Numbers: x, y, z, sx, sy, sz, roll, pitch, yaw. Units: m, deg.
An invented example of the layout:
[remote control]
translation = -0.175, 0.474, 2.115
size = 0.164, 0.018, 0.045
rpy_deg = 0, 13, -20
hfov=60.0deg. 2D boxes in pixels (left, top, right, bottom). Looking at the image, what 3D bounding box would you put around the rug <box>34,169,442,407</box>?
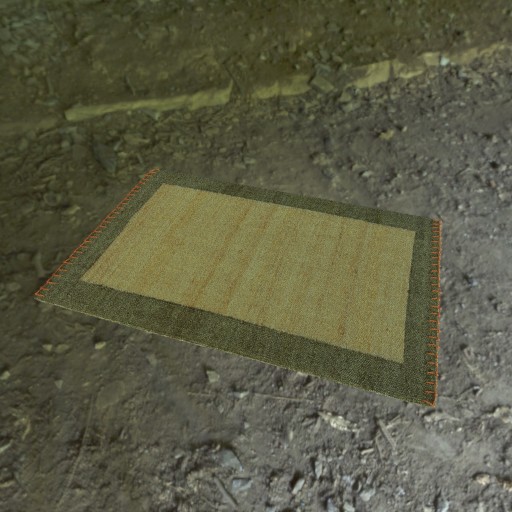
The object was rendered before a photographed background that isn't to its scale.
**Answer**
[rug]
translation = 0.000, 0.000, 2.297
size = 1.838, 0.019, 1.220
rpy_deg = 12, 44, 13
